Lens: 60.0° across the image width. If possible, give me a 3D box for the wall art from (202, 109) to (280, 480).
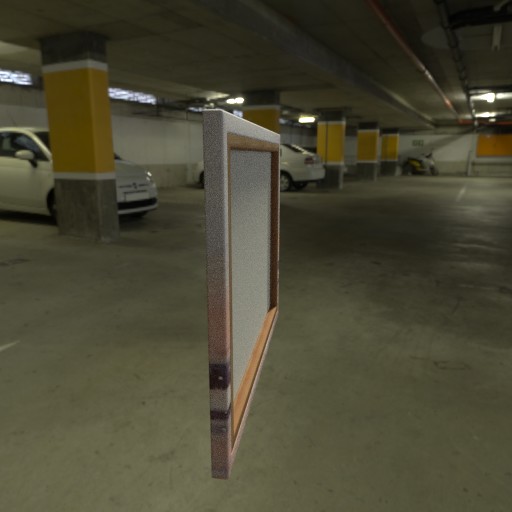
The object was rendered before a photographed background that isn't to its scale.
[{"bbox_3d":[0.000,0.000,1.361,0.038,0.763,1.015,2,13,9],"label":"wall art"}]
